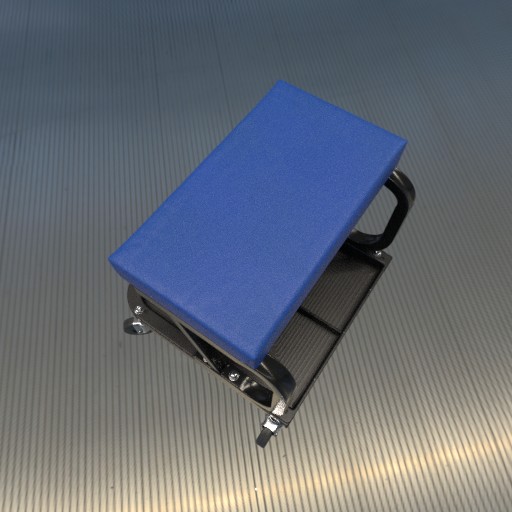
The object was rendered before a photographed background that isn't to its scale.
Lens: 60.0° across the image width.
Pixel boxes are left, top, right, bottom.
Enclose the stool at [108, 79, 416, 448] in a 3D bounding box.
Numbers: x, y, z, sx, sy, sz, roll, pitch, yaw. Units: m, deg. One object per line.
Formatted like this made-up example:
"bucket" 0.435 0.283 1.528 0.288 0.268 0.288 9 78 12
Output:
"stool" 0.000 0.000 0.730 0.371 0.380 0.446 32 67 15
